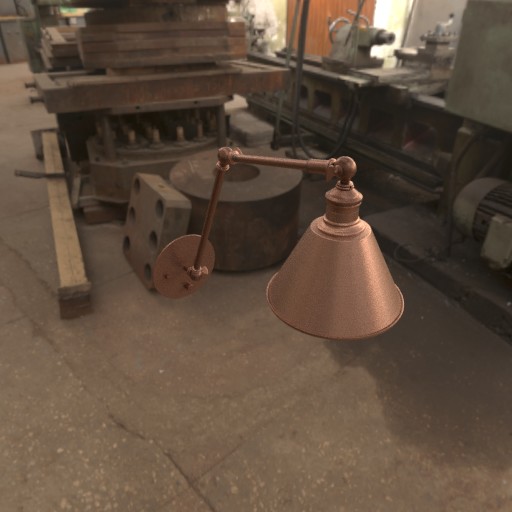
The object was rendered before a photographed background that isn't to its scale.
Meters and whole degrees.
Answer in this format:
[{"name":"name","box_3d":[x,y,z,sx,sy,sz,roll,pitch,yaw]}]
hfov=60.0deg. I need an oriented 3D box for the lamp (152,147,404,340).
[{"name":"lamp","box_3d":[0.000,0.000,0.877,0.223,0.502,0.624,-23,38,-34]}]
